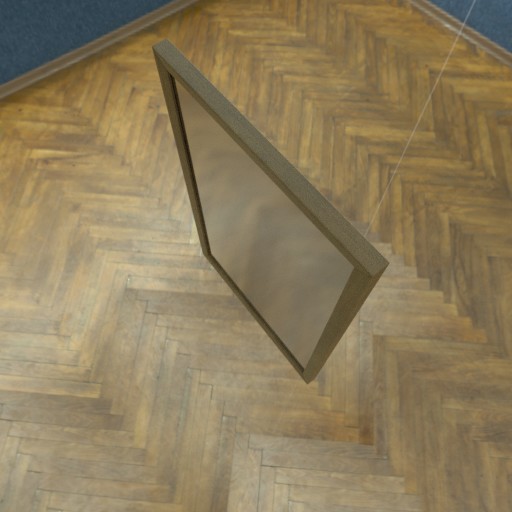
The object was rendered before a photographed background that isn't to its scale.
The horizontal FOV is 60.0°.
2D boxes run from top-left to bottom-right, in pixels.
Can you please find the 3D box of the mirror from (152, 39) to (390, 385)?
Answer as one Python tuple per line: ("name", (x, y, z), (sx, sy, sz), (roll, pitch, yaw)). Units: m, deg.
("mirror", (0.000, 0.000, 1.167), (0.040, 0.915, 0.609), (-35, 69, -15))
